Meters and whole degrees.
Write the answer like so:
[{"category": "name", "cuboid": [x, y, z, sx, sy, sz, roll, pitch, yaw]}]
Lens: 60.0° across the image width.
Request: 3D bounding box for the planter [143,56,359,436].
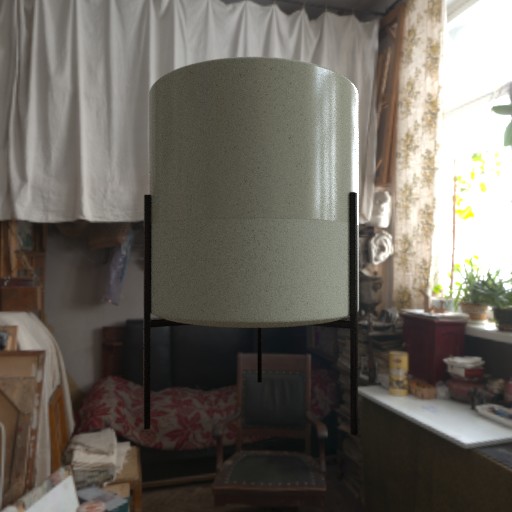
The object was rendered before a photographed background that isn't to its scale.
[{"category": "planter", "cuboid": [0.000, 0.000, 0.678, 0.323, 0.475, 0.314, 0, -1, 34]}]
